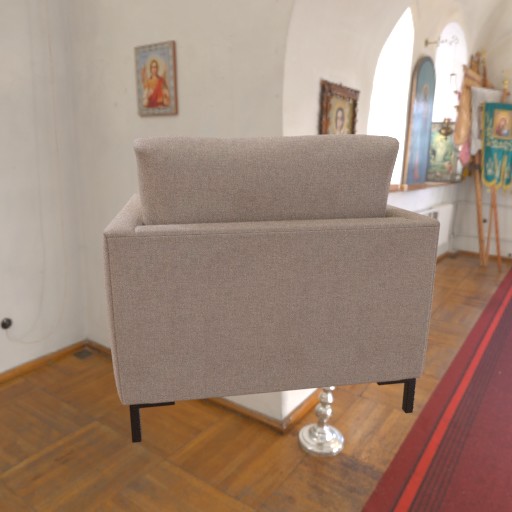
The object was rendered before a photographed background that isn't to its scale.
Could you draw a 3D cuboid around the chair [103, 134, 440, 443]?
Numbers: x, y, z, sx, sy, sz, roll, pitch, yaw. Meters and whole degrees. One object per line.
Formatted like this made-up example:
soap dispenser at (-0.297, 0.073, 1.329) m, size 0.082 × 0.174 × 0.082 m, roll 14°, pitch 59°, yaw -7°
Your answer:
chair at (0.000, 0.000, 1.641) m, size 0.963 × 0.861 × 0.866 m, roll -2°, pitch 15°, yaw -9°
